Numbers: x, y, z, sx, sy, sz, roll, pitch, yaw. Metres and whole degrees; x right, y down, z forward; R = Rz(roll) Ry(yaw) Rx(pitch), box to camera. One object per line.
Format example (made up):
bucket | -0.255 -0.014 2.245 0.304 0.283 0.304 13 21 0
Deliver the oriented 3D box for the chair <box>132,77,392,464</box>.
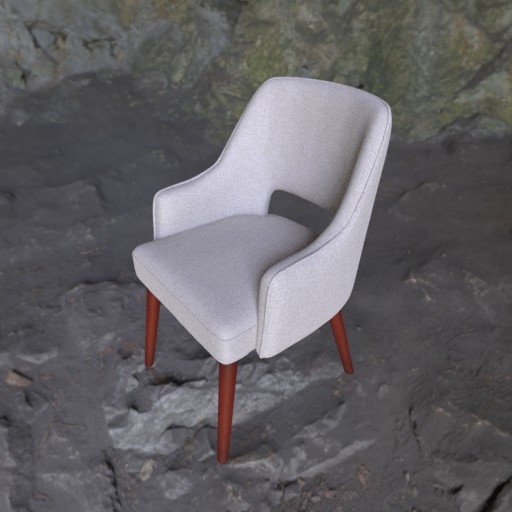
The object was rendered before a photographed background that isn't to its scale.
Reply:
chair | 0.000 0.000 1.224 0.580 0.840 0.560 -23 39 -31
